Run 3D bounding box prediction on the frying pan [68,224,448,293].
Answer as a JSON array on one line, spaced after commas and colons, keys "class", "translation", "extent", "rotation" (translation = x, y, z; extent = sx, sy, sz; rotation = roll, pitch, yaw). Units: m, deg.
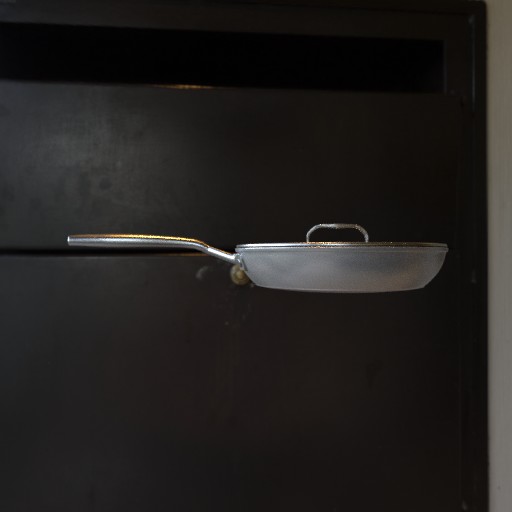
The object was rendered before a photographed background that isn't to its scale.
[{"class": "frying pan", "translation": [0.000, 0.000, 0.592], "extent": [0.490, 0.086, 0.272], "rotation": [0, 0, 0]}]
